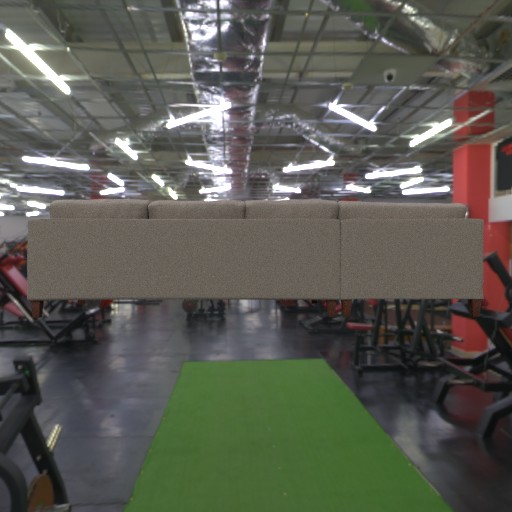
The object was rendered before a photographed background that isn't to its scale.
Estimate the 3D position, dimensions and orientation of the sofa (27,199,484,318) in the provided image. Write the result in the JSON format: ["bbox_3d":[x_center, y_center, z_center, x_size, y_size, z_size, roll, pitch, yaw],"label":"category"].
[{"bbox_3d":[0.000,0.000,3.873,3.186,0.846,1.625,0,0,-1],"label":"sofa"}]
